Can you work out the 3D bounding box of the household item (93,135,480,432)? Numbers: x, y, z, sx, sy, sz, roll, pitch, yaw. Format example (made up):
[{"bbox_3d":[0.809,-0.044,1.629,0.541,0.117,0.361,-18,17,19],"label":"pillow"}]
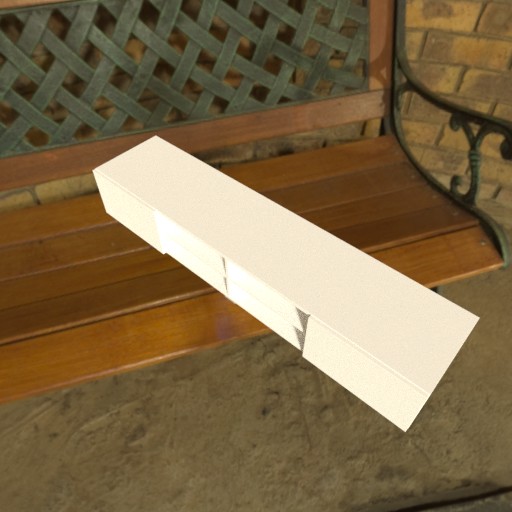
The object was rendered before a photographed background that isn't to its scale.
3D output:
[{"bbox_3d":[0.000,0.000,2.071,1.850,0.310,0.420,33,56,26],"label":"household item"}]
